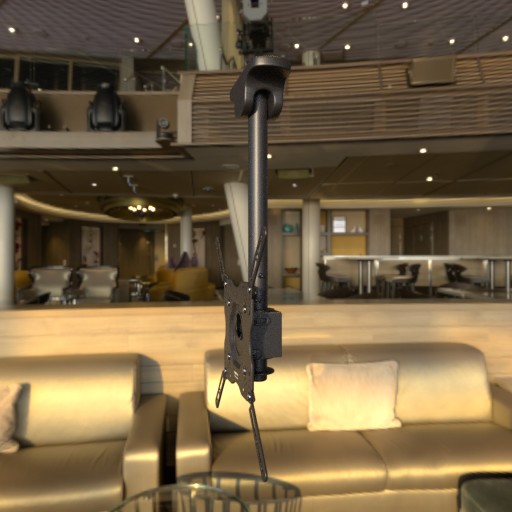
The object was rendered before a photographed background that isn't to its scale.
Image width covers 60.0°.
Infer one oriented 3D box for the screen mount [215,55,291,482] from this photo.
[{"bbox_3d":[0.000,0.000,0.905,0.090,0.729,0.393,0,0,-17],"label":"screen mount"}]
